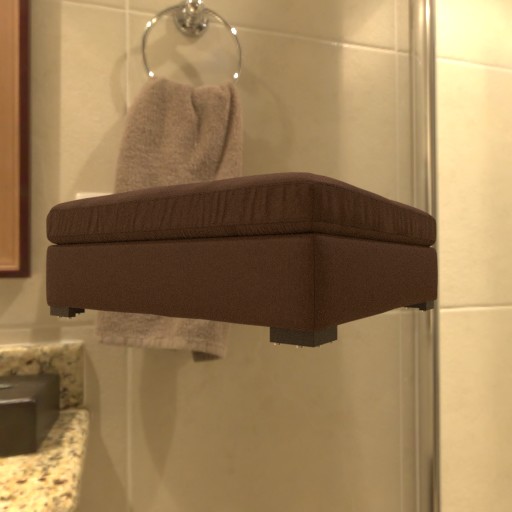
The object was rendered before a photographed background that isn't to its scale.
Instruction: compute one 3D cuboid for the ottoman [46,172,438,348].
[{"bbox_3d":[0.000,0.000,1.825,1.181,0.470,1.181,-1,-1,35],"label":"ottoman"}]
